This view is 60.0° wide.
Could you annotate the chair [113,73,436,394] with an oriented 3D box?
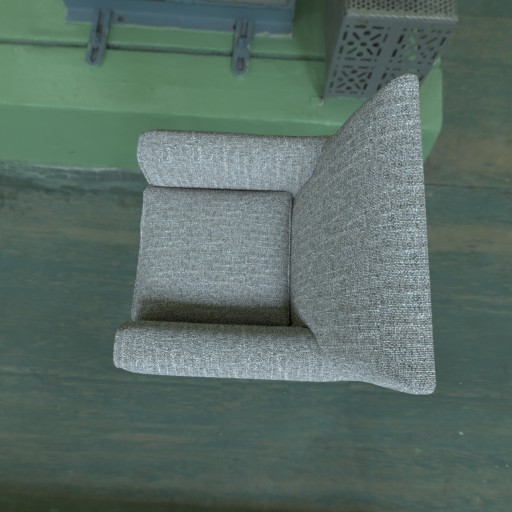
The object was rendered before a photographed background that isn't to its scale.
[{"bbox_3d":[0.000,0.000,1.575,0.873,0.928,0.864,2,76,1],"label":"chair"}]
